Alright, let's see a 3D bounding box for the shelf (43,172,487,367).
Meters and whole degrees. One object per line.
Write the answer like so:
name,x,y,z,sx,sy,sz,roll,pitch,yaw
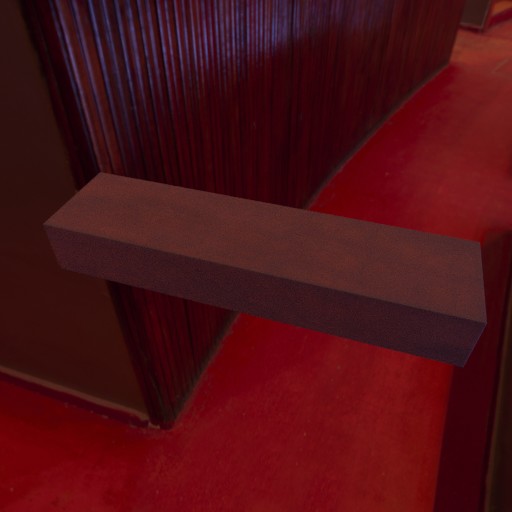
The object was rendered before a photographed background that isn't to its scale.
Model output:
shelf,0.000,0.000,0.662,0.607,0.088,0.152,12,43,13
